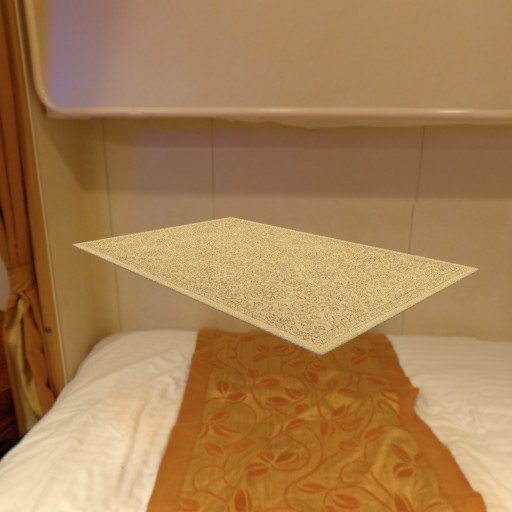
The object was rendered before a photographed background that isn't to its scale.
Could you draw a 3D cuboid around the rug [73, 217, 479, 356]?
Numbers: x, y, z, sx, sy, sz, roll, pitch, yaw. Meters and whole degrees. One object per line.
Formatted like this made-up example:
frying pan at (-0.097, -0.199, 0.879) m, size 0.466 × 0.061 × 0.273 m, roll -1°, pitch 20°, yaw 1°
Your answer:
rug at (0.000, 0.000, 2.354) m, size 1.219 × 0.010 × 1.829 m, roll -15°, pitch 21°, yaw -42°
